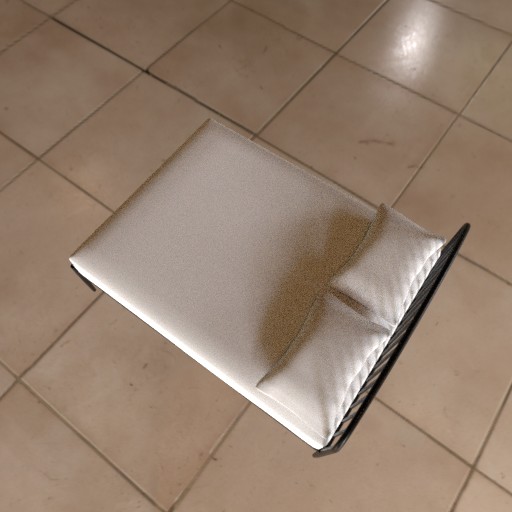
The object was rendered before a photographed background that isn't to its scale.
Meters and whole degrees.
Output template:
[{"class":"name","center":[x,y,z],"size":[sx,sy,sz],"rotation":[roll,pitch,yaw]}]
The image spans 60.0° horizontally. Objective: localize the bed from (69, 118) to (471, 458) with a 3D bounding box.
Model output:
[{"class":"bed","center":[0.000,0.000,3.106],"size":[2.159,1.166,1.618],"rotation":[33,68,15]}]
